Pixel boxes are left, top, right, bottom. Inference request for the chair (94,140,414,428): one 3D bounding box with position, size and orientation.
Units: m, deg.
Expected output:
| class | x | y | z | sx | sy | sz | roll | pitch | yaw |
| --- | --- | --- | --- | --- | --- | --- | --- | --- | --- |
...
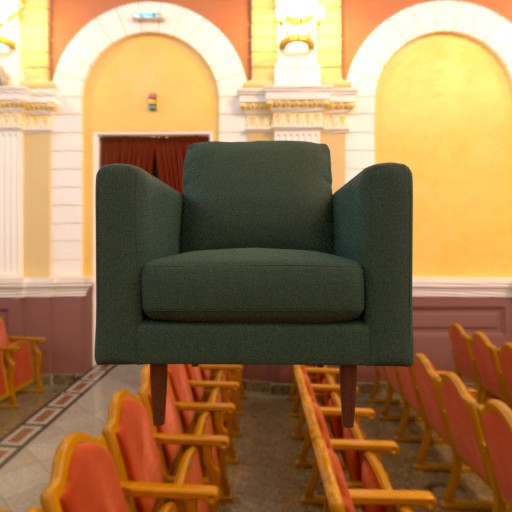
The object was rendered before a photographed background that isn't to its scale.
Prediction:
| class | x | y | z | sx | sy | sz | roll | pitch | yaw |
| --- | --- | --- | --- | --- | --- | --- | --- | --- | --- |
| chair | 0.000 | 0.000 | 1.530 | 0.855 | 0.927 | 0.800 | 0 | 1 | 1 |
